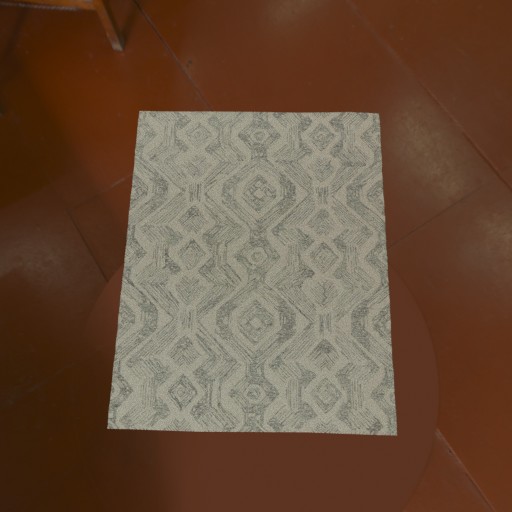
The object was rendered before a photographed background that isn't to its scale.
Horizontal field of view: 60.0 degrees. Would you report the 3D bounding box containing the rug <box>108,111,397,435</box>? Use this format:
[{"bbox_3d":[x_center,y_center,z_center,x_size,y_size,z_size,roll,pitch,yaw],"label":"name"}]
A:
[{"bbox_3d":[0.000,0.000,4.096,2.430,0.030,3.054,1,75,0],"label":"rug"}]
